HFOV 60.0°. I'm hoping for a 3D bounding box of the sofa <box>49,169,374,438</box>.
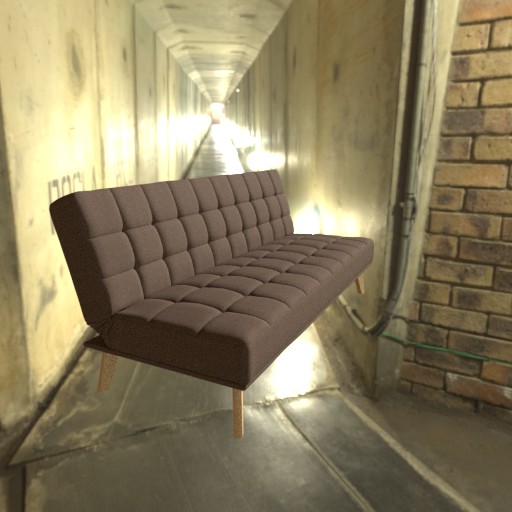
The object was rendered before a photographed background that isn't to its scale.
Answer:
[{"bbox_3d":[0.000,0.000,2.336,0.860,0.810,1.800,7,16,26],"label":"sofa"}]
